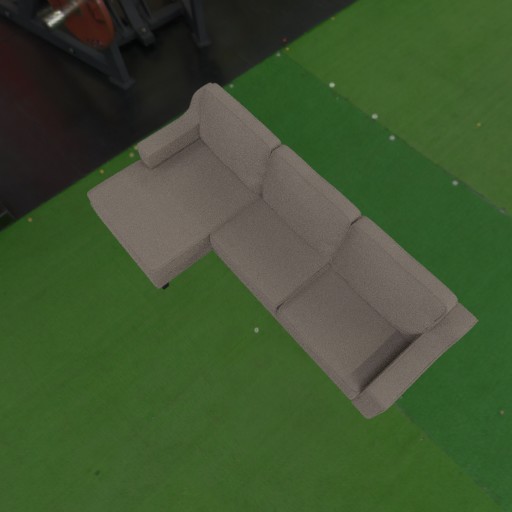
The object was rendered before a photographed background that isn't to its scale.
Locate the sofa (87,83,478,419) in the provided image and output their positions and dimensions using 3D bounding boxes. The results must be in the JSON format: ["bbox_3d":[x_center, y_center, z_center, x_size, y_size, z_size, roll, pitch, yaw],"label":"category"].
[{"bbox_3d":[0.000,0.000,3.106,1.294,0.928,2.561,-38,69,-17],"label":"sofa"}]
